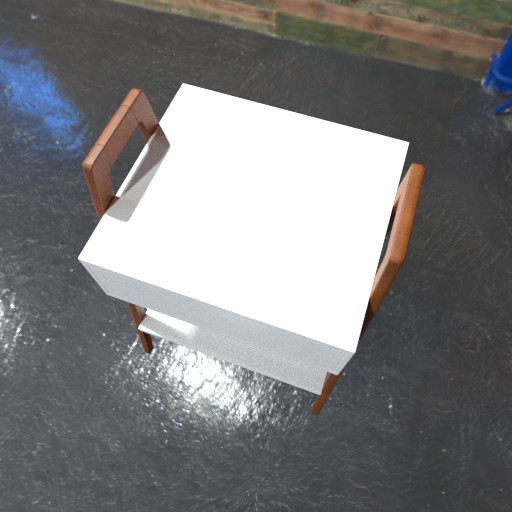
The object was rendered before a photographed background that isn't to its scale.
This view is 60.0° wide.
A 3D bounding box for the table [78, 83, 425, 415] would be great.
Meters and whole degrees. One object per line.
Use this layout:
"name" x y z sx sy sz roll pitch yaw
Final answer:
"table" 0.000 0.000 0.890 0.457 0.610 0.405 18 65 9
